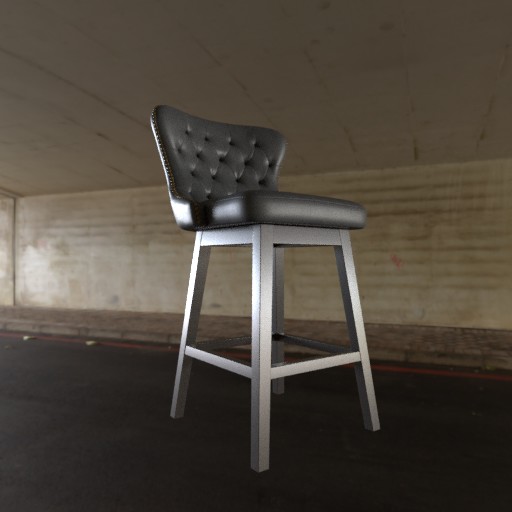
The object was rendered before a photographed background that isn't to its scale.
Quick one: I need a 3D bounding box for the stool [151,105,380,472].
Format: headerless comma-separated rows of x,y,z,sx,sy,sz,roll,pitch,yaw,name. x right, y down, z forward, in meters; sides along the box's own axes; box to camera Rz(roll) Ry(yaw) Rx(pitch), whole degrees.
0.000,0.000,1.355,0.528,0.971,0.593,0,-1,-37,stool
